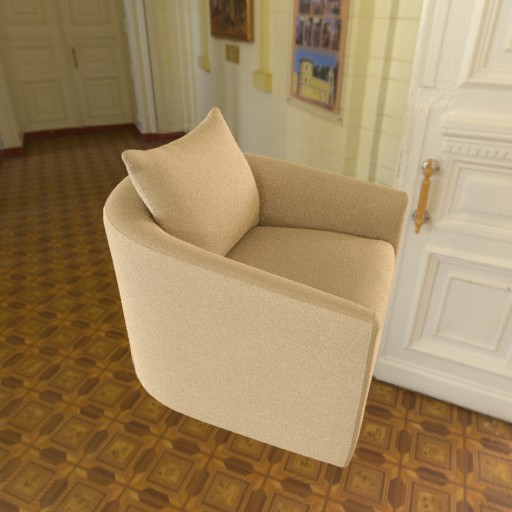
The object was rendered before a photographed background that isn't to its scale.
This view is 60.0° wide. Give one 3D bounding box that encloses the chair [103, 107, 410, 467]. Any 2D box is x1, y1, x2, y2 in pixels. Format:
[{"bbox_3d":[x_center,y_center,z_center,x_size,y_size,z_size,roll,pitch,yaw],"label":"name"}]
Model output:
[{"bbox_3d":[0.000,0.000,1.525,0.910,0.848,0.845,11,32,18],"label":"chair"}]
